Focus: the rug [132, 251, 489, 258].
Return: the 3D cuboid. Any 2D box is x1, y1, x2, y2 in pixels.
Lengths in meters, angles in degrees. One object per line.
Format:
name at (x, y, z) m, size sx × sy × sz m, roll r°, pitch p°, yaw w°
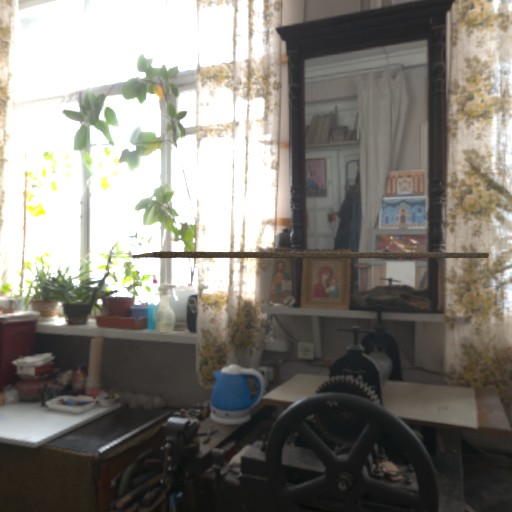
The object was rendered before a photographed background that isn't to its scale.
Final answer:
rug at (0.000, 0.000, 2.922) m, size 1.500 × 0.025 × 2.346 m, roll 0°, pitch 0°, yaw -17°
